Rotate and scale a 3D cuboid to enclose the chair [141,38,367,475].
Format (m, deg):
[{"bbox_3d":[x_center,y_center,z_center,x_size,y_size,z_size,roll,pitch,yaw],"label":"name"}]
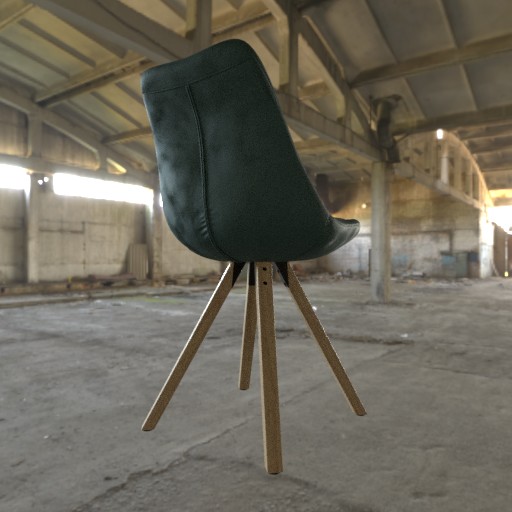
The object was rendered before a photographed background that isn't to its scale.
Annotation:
[{"bbox_3d":[0.000,0.000,1.160,0.483,0.865,0.547,0,0,36],"label":"chair"}]
